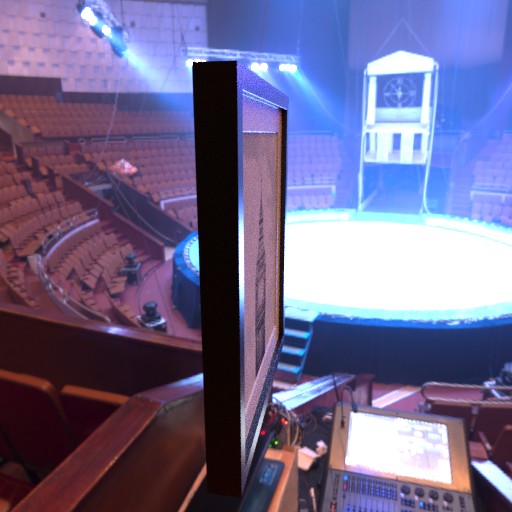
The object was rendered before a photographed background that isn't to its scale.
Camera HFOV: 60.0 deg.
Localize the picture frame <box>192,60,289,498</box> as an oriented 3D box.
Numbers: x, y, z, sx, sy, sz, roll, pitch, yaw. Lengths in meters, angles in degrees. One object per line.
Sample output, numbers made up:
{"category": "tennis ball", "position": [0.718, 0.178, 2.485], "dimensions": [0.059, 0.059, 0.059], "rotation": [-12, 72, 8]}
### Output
{"category": "picture frame", "position": [0.000, 0.000, 0.522], "dimensions": [0.034, 0.378, 0.328], "rotation": [3, 16, 10]}
